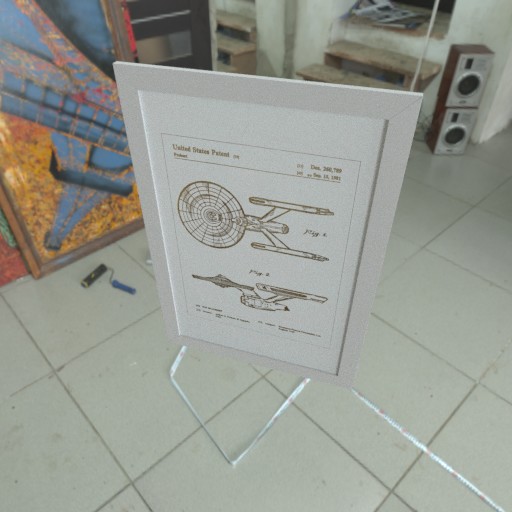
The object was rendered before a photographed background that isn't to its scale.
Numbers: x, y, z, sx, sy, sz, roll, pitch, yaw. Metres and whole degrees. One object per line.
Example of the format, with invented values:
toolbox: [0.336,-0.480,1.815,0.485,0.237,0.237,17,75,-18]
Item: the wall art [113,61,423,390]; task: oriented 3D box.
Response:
wall art: [0.000,0.000,0.837,0.454,0.659,0.011,11,41,13]
